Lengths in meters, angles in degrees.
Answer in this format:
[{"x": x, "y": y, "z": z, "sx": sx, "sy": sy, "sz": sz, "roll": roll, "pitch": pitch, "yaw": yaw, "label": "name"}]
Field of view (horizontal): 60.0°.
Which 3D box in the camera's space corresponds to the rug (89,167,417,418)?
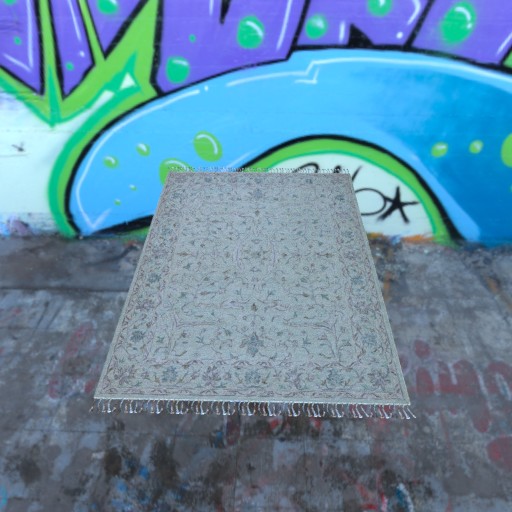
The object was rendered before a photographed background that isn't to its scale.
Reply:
[{"x": 0.000, "y": 0.000, "z": 2.334, "sx": 1.247, "sy": 0.008, "sz": 1.802, "roll": 1, "pitch": 41, "yaw": 1, "label": "rug"}]
